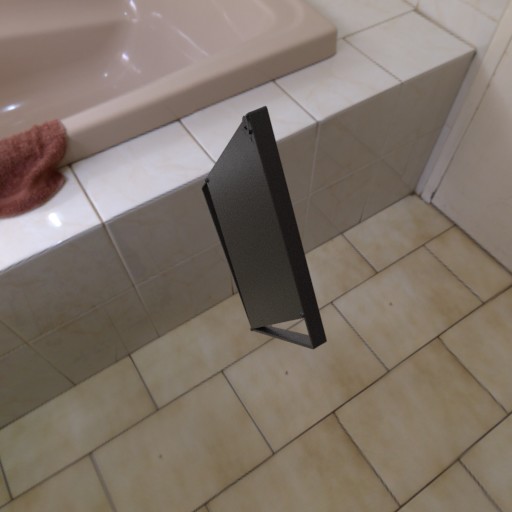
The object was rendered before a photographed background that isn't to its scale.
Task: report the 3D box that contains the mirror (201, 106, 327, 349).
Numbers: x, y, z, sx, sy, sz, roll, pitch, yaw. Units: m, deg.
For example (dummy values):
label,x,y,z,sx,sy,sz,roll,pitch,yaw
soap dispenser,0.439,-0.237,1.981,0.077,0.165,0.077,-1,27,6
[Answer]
label,x,y,z,sx,sy,sz,roll,pitch,yaw
mirror,0.000,0.000,0.844,0.032,0.679,0.419,-26,61,-16
